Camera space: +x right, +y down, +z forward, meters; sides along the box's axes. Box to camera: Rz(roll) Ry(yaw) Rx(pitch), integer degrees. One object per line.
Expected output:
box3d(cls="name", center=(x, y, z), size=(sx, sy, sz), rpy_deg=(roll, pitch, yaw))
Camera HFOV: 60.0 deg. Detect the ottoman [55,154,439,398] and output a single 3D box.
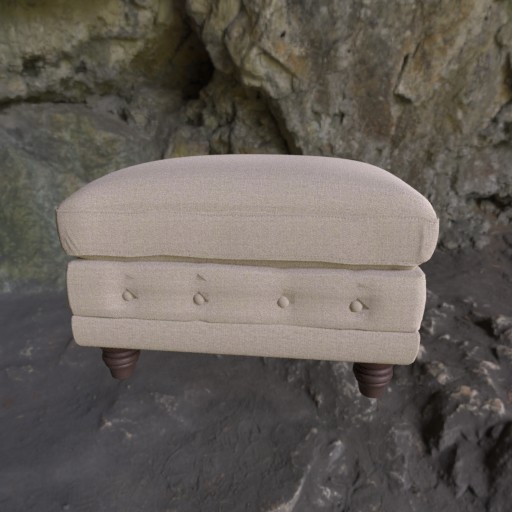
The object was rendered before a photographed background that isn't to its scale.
box3d(cls="ottoman", center=(0.000, 0.000, 1.044), size=(0.684, 0.463, 0.541), rpy_deg=(2, 15, 8))
